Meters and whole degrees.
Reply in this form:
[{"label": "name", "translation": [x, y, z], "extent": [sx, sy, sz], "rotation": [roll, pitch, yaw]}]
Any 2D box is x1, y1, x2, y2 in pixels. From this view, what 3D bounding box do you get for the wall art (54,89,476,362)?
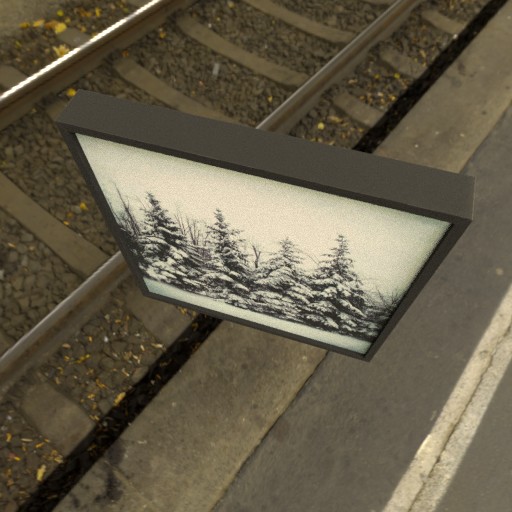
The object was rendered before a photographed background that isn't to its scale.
[{"label": "wall art", "translation": [0.000, 0.000, 0.449], "extent": [0.305, 0.305, 0.037], "rotation": [15, 61, 9]}]
